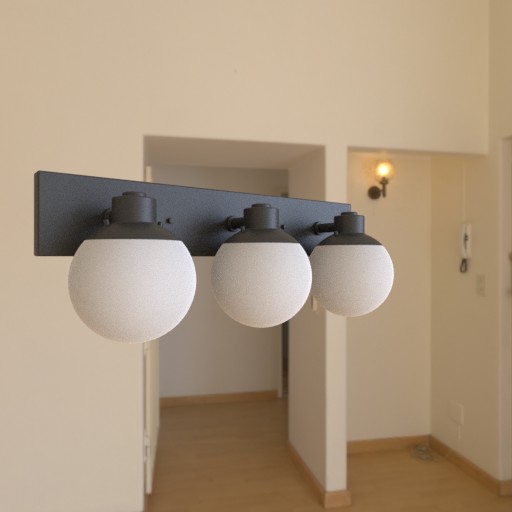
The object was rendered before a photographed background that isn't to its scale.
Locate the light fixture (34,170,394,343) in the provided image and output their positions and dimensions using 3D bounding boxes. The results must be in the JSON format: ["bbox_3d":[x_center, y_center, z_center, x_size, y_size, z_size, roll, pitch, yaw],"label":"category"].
[{"bbox_3d":[0.000,0.000,0.835,0.721,0.263,0.218,0,0,-37],"label":"light fixture"}]
